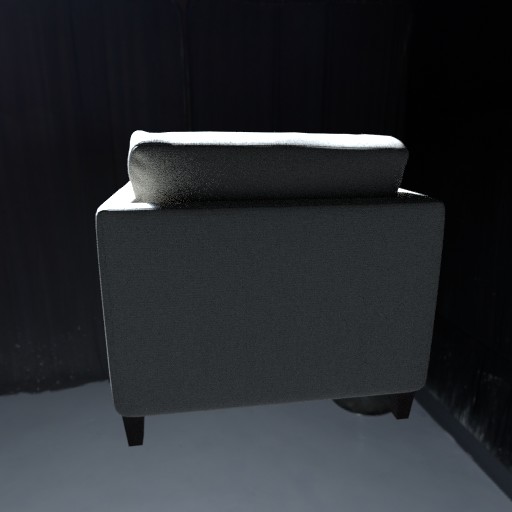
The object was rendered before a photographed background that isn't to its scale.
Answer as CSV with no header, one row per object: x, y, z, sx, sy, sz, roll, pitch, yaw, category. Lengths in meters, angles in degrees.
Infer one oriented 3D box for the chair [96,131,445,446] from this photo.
0.000,0.000,1.700,0.996,0.919,0.959,-2,16,-8,chair
